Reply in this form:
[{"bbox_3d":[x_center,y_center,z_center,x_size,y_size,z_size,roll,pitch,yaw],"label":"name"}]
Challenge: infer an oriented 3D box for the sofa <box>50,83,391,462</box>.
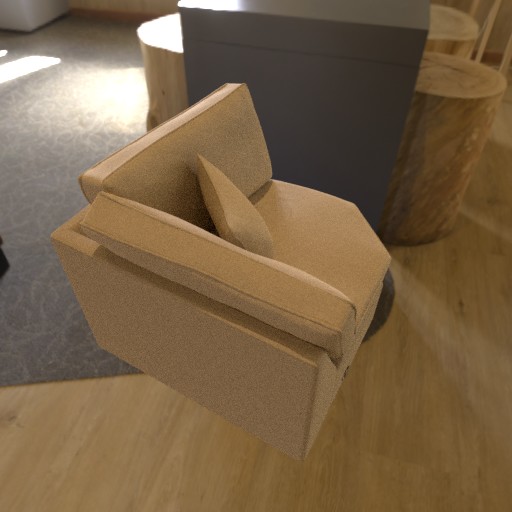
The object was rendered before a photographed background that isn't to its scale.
[{"bbox_3d":[0.000,0.000,1.843,1.050,0.937,1.042,23,50,21],"label":"sofa"}]
